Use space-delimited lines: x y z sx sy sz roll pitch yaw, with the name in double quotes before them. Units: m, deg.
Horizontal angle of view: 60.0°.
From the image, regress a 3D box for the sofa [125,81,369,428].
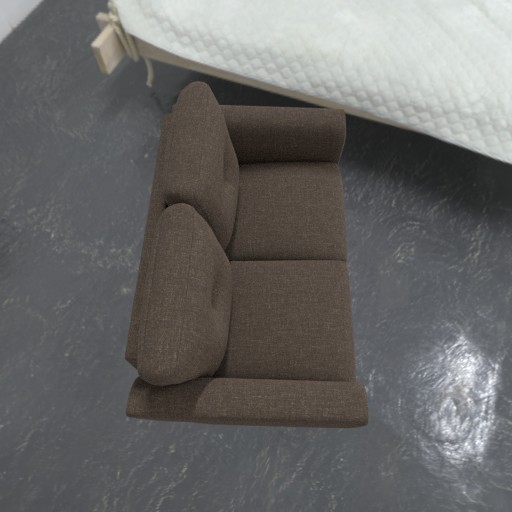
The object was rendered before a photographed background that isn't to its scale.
"sofa" 0.000 0.000 1.969 0.851 0.885 1.423 2 64 1
